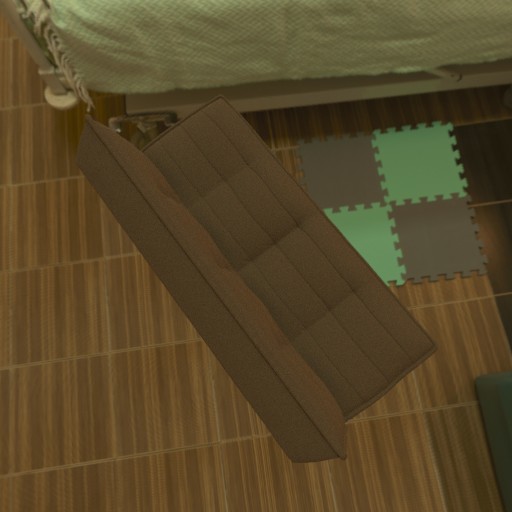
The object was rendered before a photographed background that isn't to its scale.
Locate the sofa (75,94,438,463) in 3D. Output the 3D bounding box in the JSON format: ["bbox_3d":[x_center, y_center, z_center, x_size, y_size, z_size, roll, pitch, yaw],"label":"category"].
[{"bbox_3d":[0.000,0.000,2.401,0.950,0.890,1.940,-36,77,-9],"label":"sofa"}]
